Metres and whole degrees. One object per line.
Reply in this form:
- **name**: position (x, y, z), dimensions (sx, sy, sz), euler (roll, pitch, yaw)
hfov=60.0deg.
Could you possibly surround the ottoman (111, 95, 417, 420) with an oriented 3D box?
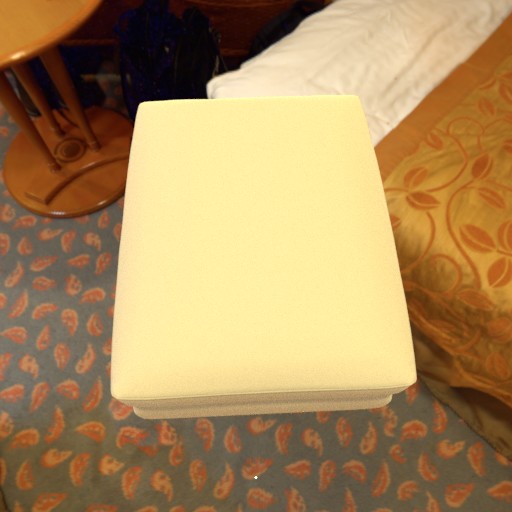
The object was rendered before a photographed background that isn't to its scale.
- **ottoman**: position (0.000, 0.000, 1.128), dimensions (0.584, 0.513, 0.741), euler (-2, 63, -1)
